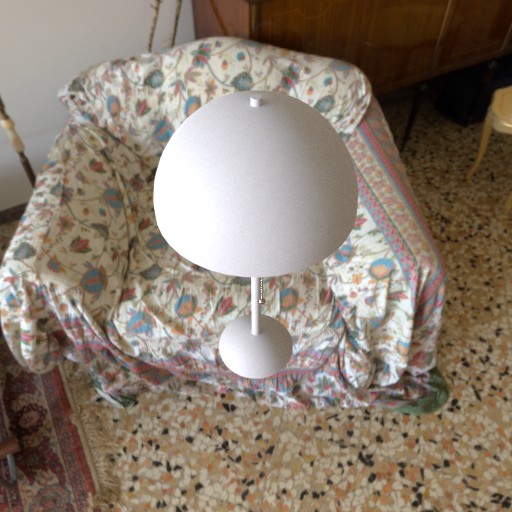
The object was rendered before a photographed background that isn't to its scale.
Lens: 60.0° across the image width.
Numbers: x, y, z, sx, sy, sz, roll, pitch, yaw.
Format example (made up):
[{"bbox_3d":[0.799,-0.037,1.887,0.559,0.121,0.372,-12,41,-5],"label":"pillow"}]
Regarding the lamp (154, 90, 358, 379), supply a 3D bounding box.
[{"bbox_3d":[0.000,0.000,0.432,0.171,0.330,0.171,0,48,0],"label":"lamp"}]
